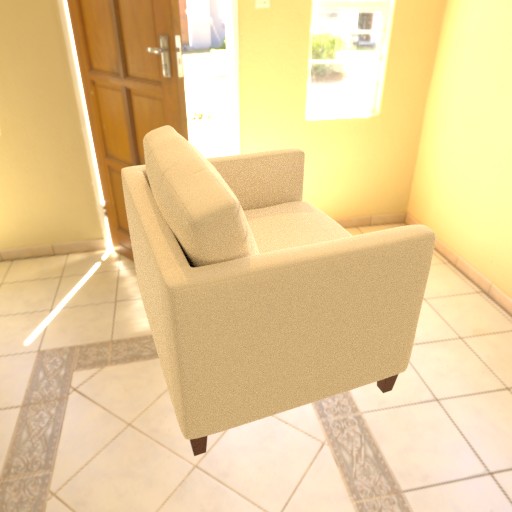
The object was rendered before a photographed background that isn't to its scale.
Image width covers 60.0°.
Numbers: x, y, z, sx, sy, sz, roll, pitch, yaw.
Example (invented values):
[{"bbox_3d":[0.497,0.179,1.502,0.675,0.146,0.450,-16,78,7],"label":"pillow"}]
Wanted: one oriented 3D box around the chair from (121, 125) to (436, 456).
[{"bbox_3d":[0.000,0.000,1.750,0.878,0.885,1.019,-11,32,-18],"label":"chair"}]
